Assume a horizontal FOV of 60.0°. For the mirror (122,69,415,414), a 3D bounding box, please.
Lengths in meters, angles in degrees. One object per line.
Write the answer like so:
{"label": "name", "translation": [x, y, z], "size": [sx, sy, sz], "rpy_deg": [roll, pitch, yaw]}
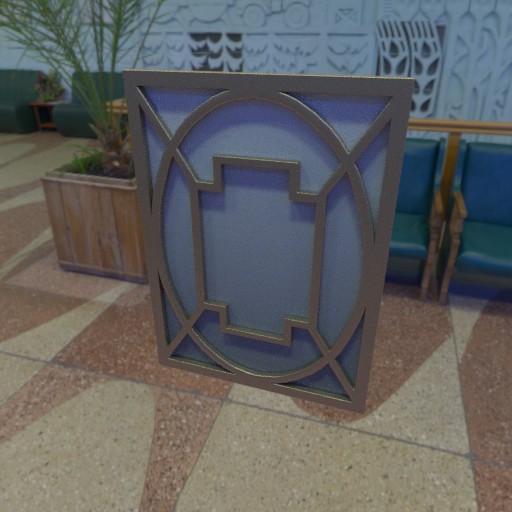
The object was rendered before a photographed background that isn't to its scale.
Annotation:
{"label": "mirror", "translation": [0.000, 0.000, 1.337], "size": [0.756, 1.023, 0.032], "rpy_deg": [9, 28, 17]}
